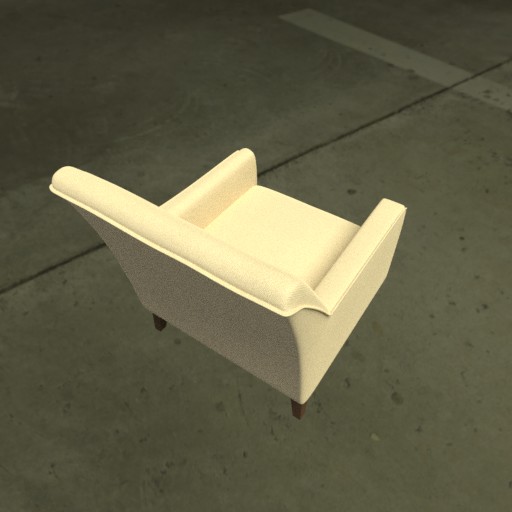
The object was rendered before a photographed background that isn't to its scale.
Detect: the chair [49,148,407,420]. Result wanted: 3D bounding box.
[{"bbox_3d":[0.000,0.000,1.608,0.780,0.919,0.899,26,51,23],"label":"chair"}]
